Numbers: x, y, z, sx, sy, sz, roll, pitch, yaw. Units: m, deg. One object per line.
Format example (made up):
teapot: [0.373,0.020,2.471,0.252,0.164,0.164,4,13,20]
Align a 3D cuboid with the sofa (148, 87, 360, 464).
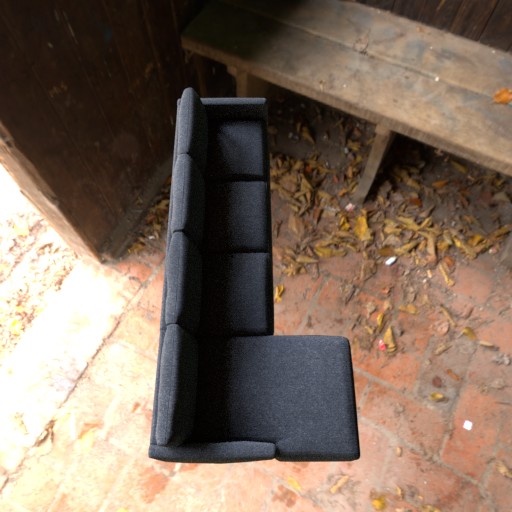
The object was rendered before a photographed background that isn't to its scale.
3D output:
sofa: [0.000,0.000,3.460,1.350,0.810,2.932,-1,65,0]
